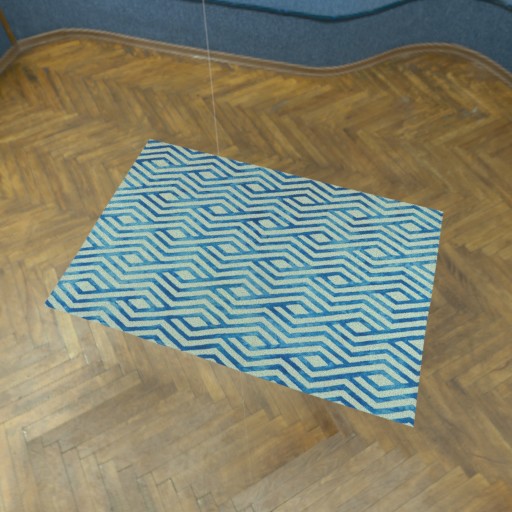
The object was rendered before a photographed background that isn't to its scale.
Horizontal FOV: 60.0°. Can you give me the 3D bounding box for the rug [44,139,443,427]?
[{"bbox_3d":[0.000,0.000,2.360,1.830,0.008,1.225,16,60,9],"label":"rug"}]
